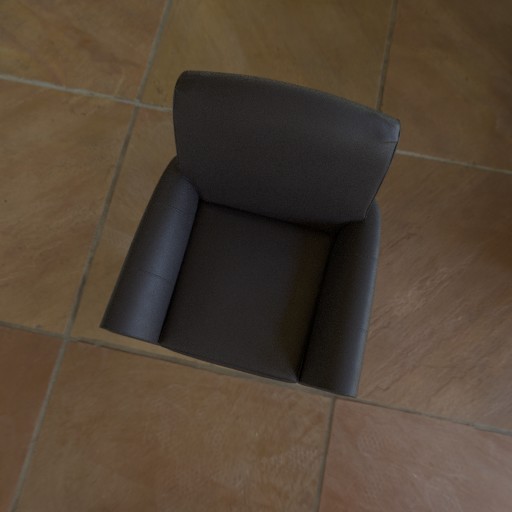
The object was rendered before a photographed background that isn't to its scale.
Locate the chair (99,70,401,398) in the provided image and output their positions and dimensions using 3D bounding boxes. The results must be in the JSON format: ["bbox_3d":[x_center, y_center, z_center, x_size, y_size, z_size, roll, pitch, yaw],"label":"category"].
[{"bbox_3d":[0.000,0.000,1.787,0.978,1.061,0.902,14,76,4],"label":"chair"}]
